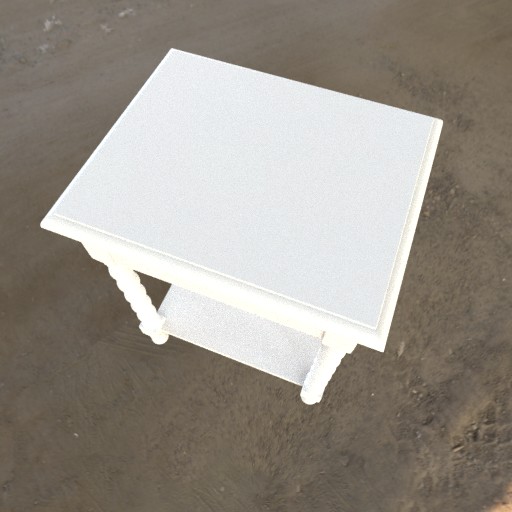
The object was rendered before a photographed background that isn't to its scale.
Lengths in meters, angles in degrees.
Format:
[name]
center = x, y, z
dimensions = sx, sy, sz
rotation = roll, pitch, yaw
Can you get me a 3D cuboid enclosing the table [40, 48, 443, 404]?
[table]
center = 0.000, 0.000, 0.845
dimensions = 0.460, 0.531, 0.381
rotation = 19, 63, 10
